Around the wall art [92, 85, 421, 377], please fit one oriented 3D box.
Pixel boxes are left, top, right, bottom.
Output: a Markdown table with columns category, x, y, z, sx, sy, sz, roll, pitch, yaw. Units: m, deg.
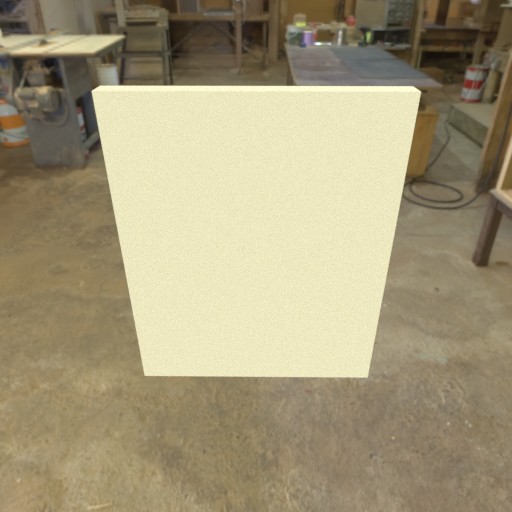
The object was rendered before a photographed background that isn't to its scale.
| category | x | y | z | sx | sy | sz | roll | pitch | yaw |
| --- | --- | --- | --- | --- | --- | --- | --- | --- | --- |
| wall art | 0.000 | 0.000 | 0.768 | 0.451 | 0.553 | 0.039 | 0 | 32 | 0 |
